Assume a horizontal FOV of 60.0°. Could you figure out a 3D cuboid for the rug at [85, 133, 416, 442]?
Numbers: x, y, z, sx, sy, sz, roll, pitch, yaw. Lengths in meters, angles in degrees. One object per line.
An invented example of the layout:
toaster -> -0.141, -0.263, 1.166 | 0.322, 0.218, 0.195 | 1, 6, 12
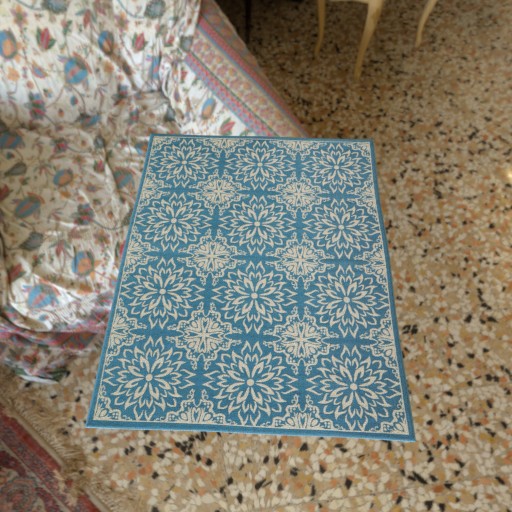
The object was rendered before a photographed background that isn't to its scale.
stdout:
rug -> 0.000, 0.000, 3.895 | 2.350, 0.018, 2.964 | 2, 58, 1
